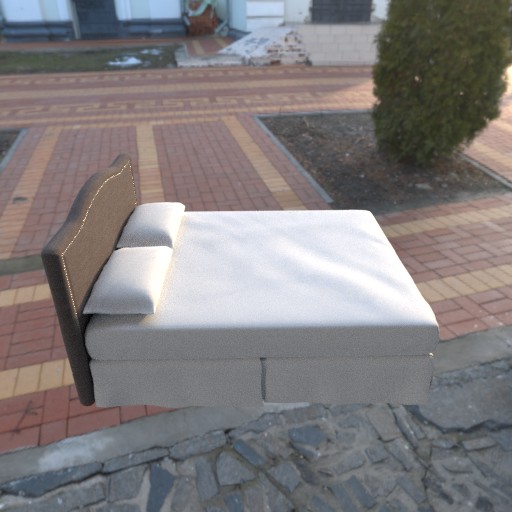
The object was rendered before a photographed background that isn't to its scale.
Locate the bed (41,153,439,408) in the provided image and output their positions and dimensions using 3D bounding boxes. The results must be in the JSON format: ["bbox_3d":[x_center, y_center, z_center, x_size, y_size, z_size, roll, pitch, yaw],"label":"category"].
[{"bbox_3d":[0.000,0.000,3.910,2.689,1.457,2.161,-1,30,-1],"label":"bed"}]
